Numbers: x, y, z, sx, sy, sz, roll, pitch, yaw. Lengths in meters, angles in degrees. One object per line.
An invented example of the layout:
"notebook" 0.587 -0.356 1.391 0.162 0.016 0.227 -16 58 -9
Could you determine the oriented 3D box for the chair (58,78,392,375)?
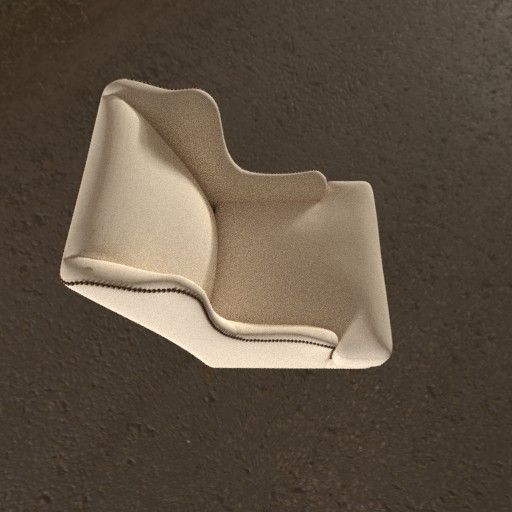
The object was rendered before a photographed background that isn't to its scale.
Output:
"chair" 0.000 0.000 1.615 0.940 1.029 0.737 1 63 0
